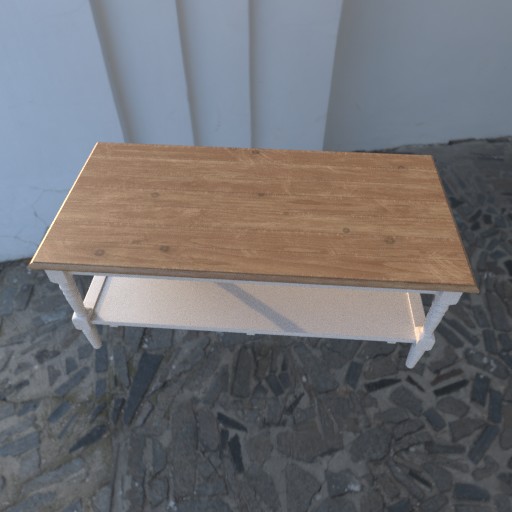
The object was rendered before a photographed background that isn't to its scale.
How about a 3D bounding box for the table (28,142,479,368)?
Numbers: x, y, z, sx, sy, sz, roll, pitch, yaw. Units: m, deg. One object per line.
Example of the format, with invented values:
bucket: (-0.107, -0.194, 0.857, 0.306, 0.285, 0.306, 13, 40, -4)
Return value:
table: (0.000, 0.000, 1.440, 1.118, 0.458, 0.559, 3, 47, 3)
